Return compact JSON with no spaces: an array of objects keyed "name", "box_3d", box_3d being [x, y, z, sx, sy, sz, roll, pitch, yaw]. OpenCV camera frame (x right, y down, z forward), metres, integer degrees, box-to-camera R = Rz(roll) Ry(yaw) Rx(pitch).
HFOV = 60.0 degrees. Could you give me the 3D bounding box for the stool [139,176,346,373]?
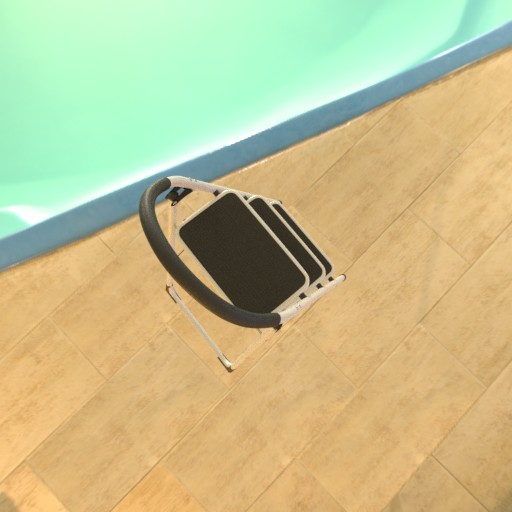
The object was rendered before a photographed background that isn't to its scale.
[{"name":"stool","box_3d":[0.000,0.000,1.475,0.676,1.109,0.485,-38,80,-8]}]
